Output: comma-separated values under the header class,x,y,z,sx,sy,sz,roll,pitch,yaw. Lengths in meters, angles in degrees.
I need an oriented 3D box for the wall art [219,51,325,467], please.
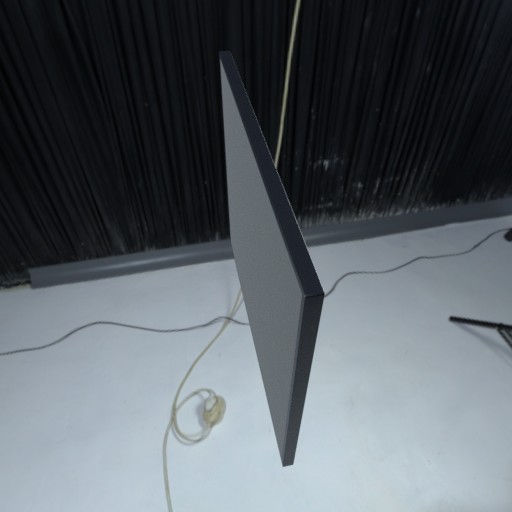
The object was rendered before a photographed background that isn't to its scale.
class,x,y,z,sx,sy,sz,roll,pitch,yaw
wall art,0.000,0.000,0.726,0.018,0.450,0.521,-9,48,-8
